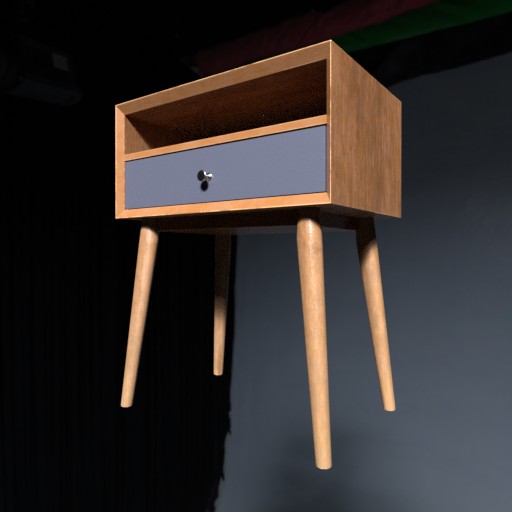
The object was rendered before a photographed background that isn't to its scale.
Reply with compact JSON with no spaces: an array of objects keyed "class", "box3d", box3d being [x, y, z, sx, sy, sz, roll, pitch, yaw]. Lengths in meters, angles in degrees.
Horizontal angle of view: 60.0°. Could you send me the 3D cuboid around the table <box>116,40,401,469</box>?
[{"class":"table","box3d":[0.000,0.000,0.844,0.454,0.580,0.307,0,0,35]}]
